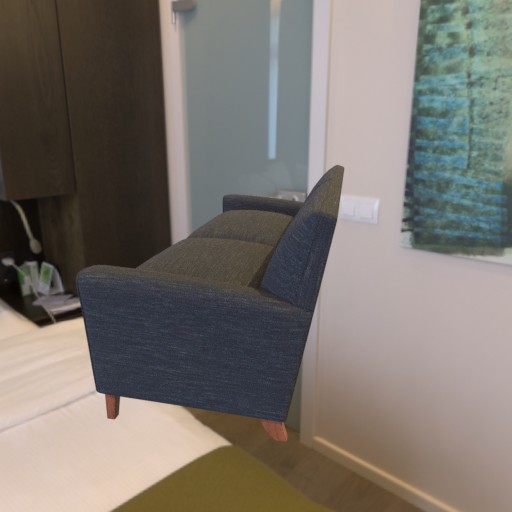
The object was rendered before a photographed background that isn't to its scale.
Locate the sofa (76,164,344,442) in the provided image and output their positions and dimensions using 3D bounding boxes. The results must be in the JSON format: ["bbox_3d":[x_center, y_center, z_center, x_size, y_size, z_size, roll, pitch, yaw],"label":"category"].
[{"bbox_3d":[0.000,0.000,2.395,0.875,0.846,1.976,3,16,11],"label":"sofa"}]
